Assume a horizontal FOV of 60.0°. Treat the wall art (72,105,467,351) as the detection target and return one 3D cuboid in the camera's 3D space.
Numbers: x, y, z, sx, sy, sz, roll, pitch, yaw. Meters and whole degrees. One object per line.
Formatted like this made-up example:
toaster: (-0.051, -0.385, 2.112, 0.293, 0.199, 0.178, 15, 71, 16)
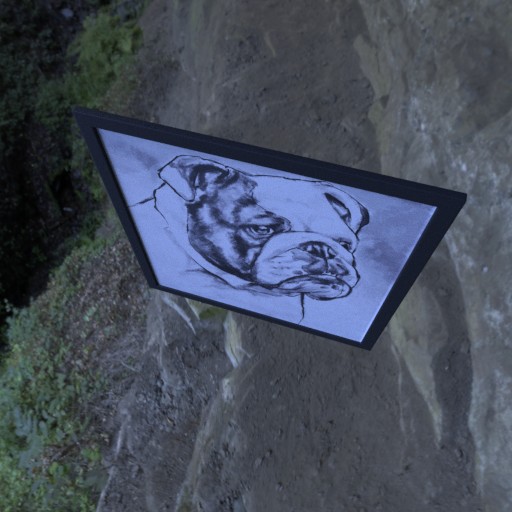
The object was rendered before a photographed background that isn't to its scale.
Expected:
wall art: (0.000, 0.000, 0.844, 0.562, 0.558, 0.012, 15, 60, 9)
